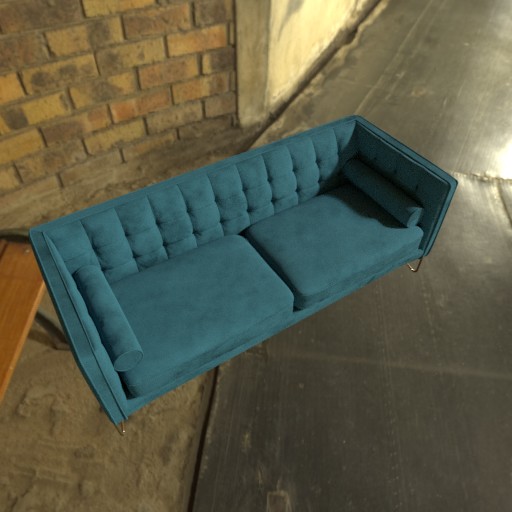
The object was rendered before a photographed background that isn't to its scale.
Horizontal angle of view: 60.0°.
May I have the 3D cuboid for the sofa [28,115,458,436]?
[{"bbox_3d":[0.000,0.000,2.517,2.087,0.789,0.867,-25,52,-21],"label":"sofa"}]
